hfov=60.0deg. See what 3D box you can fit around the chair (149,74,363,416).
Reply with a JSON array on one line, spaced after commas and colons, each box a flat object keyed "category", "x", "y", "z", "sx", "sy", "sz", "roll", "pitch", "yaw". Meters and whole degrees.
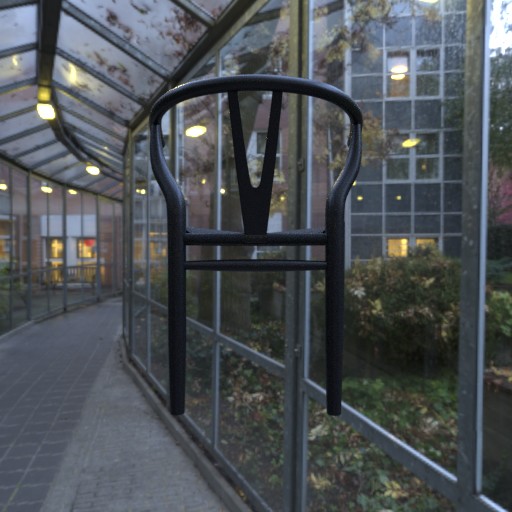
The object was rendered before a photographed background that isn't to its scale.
[{"category": "chair", "x": 0.000, "y": 0.000, "z": 1.164, "sx": 0.569, "sy": 0.730, "sz": 0.579, "roll": 0, "pitch": 1, "yaw": 0}]
